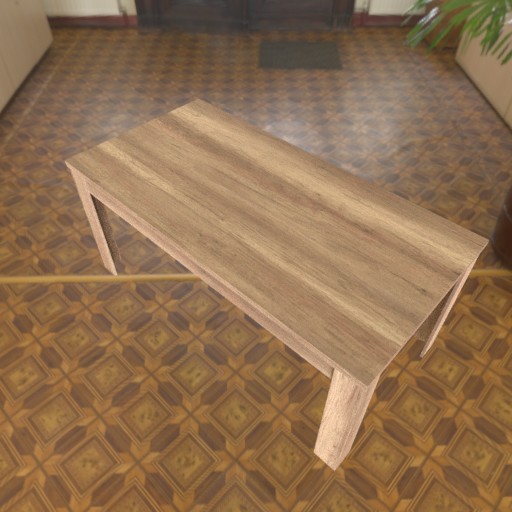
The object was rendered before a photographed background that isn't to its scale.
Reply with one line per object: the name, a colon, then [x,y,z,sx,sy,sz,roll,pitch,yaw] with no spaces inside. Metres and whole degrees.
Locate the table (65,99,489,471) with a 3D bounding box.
table: [0.000,0.000,2.316,1.800,0.790,0.900,34,55,28]
